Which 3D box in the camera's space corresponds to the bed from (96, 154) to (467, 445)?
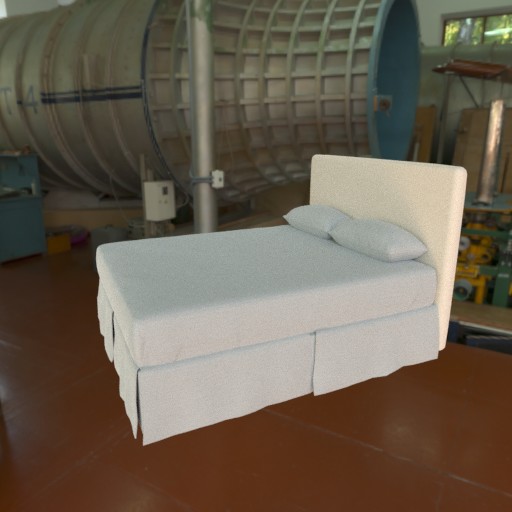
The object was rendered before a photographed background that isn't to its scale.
[{"bbox_3d":[0.000,0.000,3.207,2.142,1.330,1.748,-7,17,-24],"label":"bed"}]
